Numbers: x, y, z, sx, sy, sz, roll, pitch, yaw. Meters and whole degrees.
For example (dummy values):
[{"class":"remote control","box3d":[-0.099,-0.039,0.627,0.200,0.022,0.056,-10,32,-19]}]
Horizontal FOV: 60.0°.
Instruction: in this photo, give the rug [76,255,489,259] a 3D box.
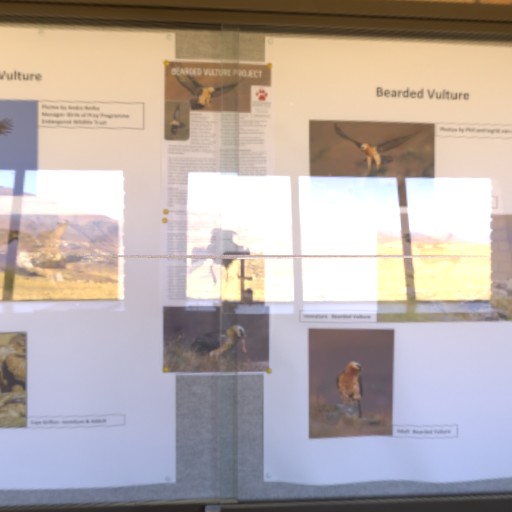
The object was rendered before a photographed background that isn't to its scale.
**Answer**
[{"class":"rug","box3d":[0.000,0.000,3.991,2.363,0.012,2.980,0,0,-36]}]
